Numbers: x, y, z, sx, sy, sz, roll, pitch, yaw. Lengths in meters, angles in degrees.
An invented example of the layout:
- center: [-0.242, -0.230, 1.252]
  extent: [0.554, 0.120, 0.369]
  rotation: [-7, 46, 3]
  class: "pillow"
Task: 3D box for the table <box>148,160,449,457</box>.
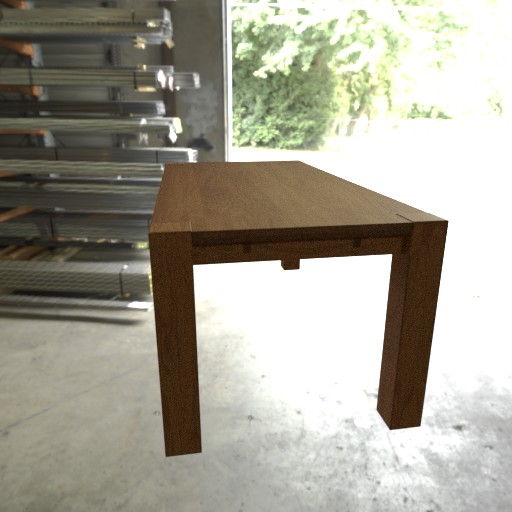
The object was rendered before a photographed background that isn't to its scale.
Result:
- center: [0.000, 0.000, 2.246]
  extent: [0.900, 0.760, 1.800]
  rotation: [-3, 18, -9]
  class: "table"
